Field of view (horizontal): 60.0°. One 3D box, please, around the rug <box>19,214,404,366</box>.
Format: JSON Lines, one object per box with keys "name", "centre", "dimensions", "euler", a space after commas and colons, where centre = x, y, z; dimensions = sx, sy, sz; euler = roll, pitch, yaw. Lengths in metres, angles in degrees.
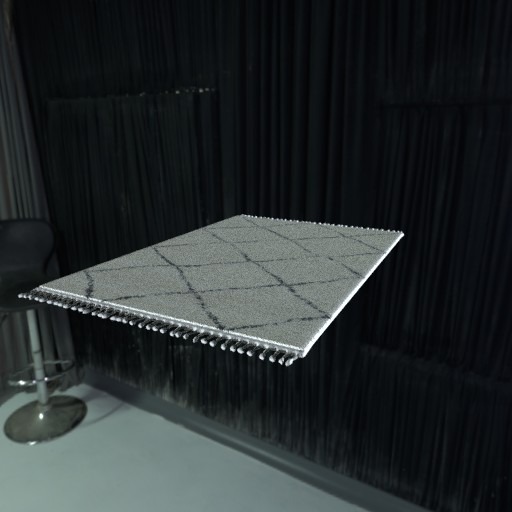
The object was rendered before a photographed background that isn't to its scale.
{"name": "rug", "centre": [0.000, 0.000, 2.871], "dimensions": [1.494, 0.031, 2.307], "euler": [8, 19, 26]}
